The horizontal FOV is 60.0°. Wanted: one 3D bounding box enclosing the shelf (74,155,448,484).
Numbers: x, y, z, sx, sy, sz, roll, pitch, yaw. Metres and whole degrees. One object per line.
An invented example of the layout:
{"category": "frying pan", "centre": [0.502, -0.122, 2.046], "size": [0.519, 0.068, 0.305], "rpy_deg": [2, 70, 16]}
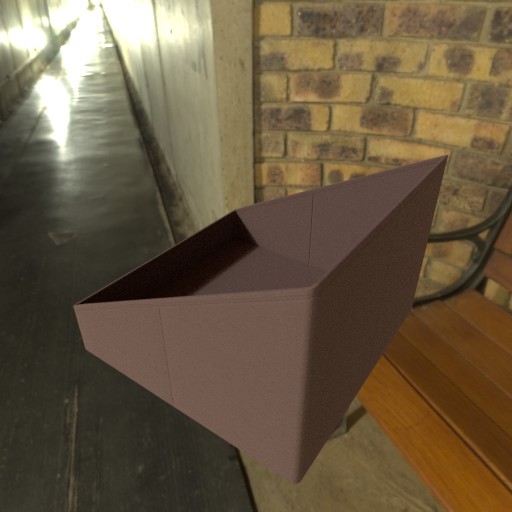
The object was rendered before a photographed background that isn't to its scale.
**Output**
{"category": "shelf", "centre": [0.000, 0.000, 0.491], "size": [0.292, 0.210, 0.292], "rpy_deg": [21, 38, 29]}
